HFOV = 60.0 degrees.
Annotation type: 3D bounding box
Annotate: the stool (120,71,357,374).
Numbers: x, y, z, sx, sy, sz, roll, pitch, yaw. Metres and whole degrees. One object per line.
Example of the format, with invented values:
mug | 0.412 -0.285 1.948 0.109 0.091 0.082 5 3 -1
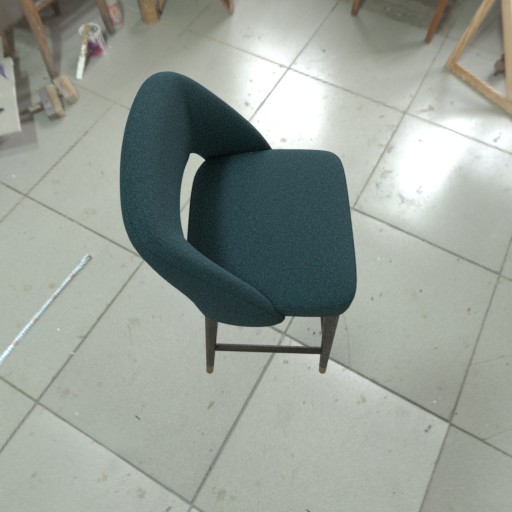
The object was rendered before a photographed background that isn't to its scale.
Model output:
stool | 0.000 0.000 1.301 0.522 1.032 0.536 0 63 0
